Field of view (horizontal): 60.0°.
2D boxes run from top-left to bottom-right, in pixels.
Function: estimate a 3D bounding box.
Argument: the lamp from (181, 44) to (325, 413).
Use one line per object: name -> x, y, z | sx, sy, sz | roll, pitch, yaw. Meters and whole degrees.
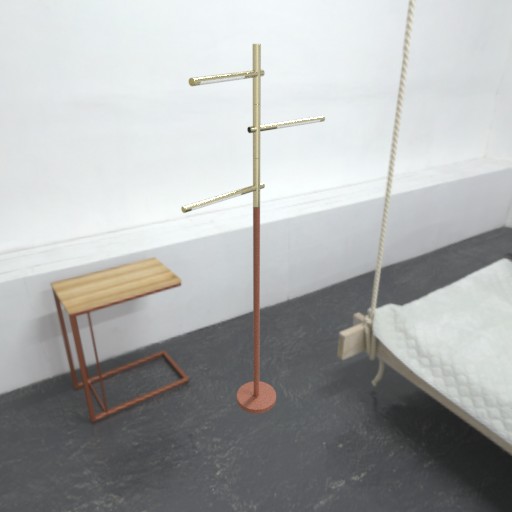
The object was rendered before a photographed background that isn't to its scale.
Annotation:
lamp -> 0.000, 0.000, 1.973 | 0.209, 1.704, 0.737 | 19, 33, 33
